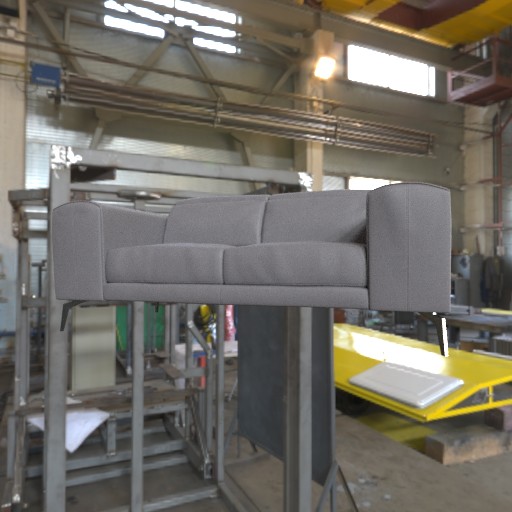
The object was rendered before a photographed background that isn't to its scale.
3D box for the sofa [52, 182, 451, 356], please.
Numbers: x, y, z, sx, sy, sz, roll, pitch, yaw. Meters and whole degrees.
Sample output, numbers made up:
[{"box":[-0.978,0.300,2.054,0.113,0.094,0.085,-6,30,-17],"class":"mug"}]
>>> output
[{"box":[0.000,0.000,2.399,1.895,0.779,1.003,0,-1,19],"class":"sofa"}]
